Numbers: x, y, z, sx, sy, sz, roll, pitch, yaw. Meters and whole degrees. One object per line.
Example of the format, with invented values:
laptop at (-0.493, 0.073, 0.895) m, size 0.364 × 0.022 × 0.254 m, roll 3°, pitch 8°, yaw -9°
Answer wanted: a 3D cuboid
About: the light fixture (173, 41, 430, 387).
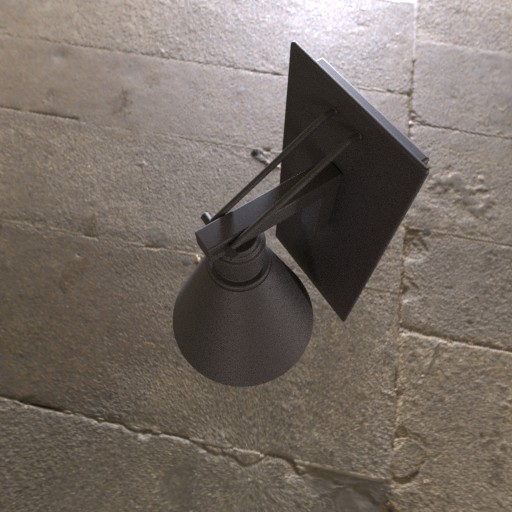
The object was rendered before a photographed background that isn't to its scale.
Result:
light fixture at (0.000, 0.000, 0.418) m, size 0.207 × 0.298 × 0.170 m, roll -31°, pitch 67°, yaw -14°
